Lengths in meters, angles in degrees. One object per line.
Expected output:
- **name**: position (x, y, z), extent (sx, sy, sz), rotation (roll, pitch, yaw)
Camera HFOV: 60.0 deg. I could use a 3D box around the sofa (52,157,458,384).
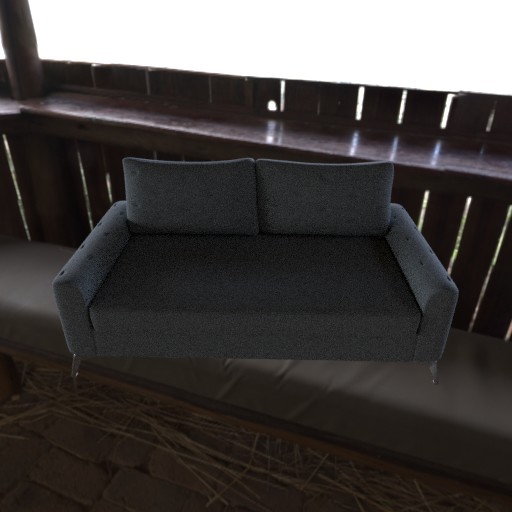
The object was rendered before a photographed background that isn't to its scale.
- **sofa**: position (0.000, 0.000, 2.153), extent (1.650, 0.790, 0.920), rotation (1, 29, 1)
